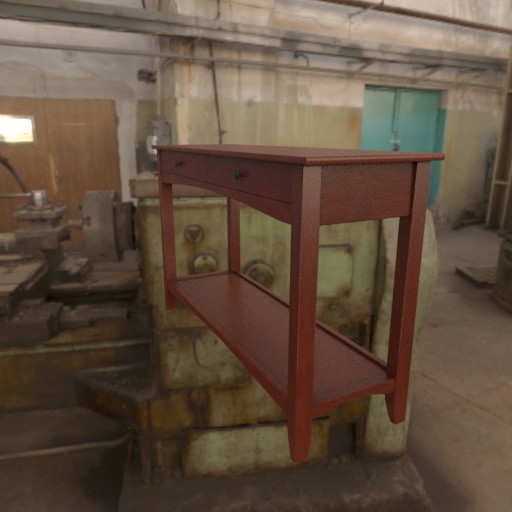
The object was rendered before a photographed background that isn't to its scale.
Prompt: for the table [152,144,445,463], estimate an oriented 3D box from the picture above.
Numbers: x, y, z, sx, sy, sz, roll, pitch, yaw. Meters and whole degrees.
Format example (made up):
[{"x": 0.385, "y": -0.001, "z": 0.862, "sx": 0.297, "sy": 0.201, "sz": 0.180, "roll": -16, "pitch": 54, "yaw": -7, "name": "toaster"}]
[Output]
[{"x": 0.000, "y": 0.000, "z": 1.560, "sx": 0.392, "sy": 0.739, "sz": 1.188, "roll": -8, "pitch": 17, "yaw": -26, "name": "table"}]
